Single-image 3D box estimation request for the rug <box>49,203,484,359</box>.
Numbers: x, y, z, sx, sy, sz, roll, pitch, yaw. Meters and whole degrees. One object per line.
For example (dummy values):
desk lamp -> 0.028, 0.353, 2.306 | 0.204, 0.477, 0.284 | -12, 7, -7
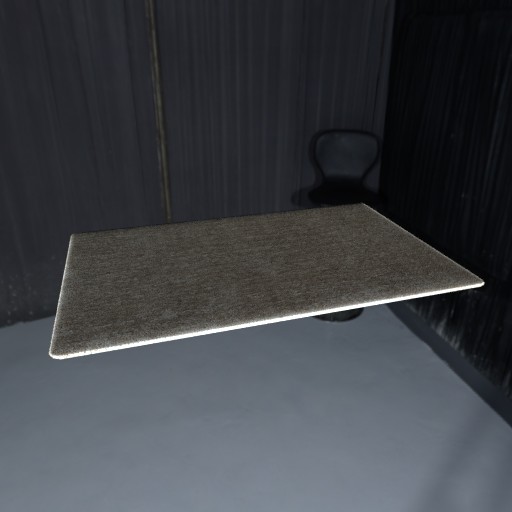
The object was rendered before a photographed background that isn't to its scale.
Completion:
rug -> 0.000, 0.000, 3.028 | 2.469, 0.024, 1.539 | -7, 27, -15
